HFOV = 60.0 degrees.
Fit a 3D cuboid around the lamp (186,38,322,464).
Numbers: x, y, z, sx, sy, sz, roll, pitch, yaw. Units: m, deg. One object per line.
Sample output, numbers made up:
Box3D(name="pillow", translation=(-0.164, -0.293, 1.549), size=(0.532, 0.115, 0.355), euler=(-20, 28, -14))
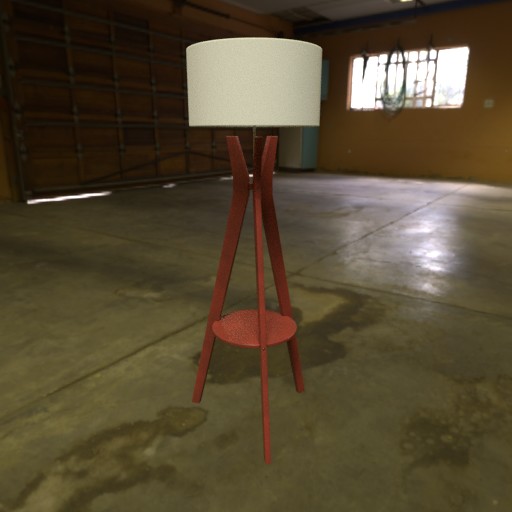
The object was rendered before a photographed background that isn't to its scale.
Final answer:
Box3D(name="lamp", translation=(0.000, 0.000, 1.722), size=(0.539, 1.472, 0.542), euler=(-3, 16, -10))
